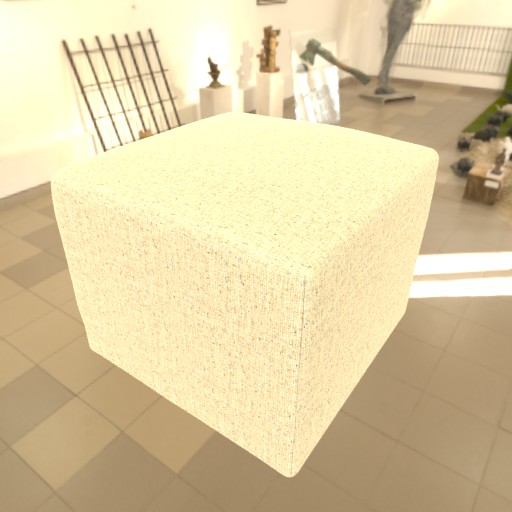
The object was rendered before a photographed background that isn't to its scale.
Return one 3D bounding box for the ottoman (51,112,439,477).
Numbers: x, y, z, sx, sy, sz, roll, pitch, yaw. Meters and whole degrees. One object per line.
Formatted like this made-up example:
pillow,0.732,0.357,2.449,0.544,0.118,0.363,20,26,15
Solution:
ottoman,0.000,0.000,0.885,0.512,0.453,0.521,21,38,29
